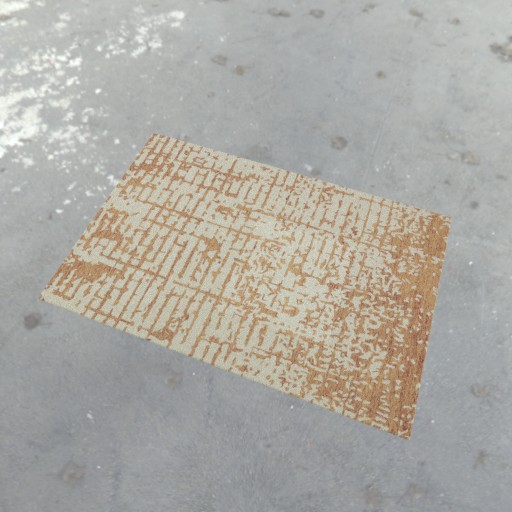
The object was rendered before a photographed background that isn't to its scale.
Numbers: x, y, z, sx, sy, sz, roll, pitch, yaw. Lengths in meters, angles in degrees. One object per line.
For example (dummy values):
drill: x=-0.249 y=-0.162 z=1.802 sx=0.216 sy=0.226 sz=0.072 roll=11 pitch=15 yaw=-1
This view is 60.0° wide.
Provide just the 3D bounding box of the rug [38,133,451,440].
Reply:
rug: x=0.000 y=0.000 z=2.301 sx=1.829 sy=0.011 sz=1.219 roll=18 pitch=61 yaw=11
